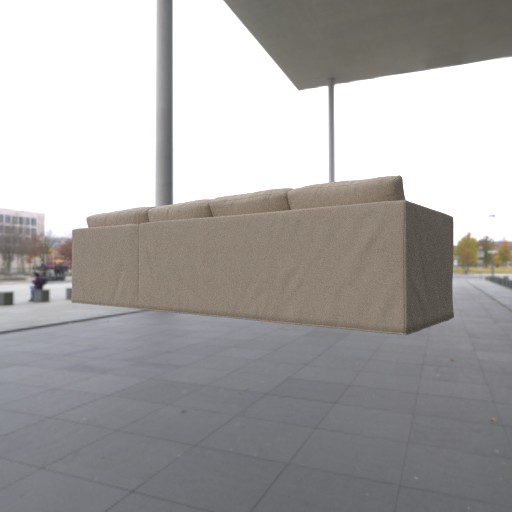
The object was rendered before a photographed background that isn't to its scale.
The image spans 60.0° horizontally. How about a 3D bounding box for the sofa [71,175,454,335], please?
[{"bbox_3d":[0.000,0.000,3.838,3.177,0.867,1.622,-1,-1,38],"label":"sofa"}]
